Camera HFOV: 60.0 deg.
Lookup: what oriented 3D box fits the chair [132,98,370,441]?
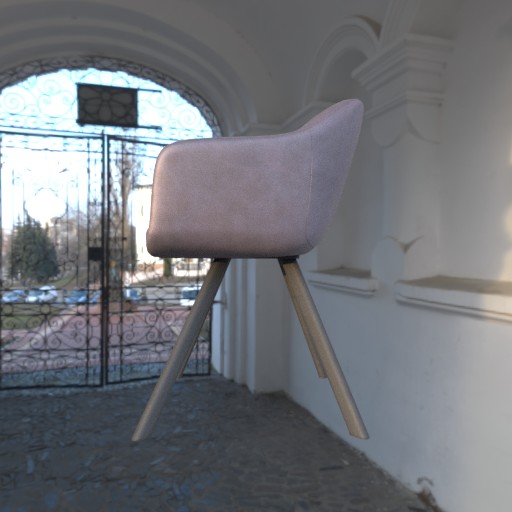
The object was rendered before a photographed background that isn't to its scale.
[{"bbox_3d":[0.000,0.000,1.183,0.544,0.781,0.567,0,1,-1],"label":"chair"}]
